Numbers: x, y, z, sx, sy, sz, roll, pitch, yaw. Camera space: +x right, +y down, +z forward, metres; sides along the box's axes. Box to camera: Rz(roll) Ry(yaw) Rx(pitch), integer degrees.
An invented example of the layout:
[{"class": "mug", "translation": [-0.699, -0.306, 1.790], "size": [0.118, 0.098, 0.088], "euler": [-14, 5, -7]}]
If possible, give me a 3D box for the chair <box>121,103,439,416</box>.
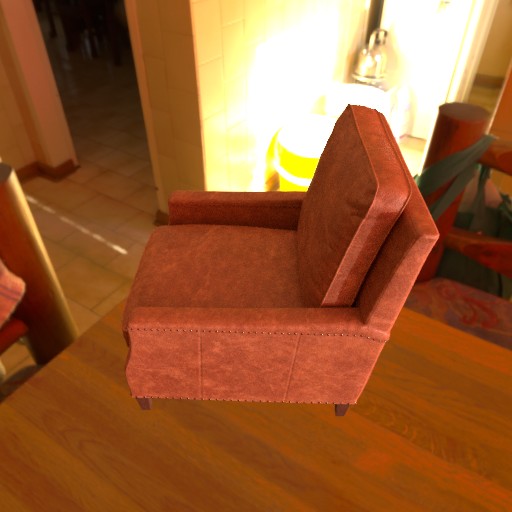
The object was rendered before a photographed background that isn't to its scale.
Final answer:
[{"class": "chair", "translation": [0.000, 0.000, 1.821], "size": [1.035, 1.054, 0.854], "euler": [1, 40, 2]}]
